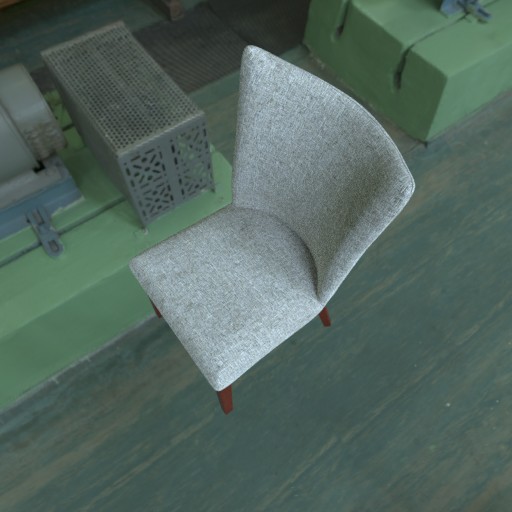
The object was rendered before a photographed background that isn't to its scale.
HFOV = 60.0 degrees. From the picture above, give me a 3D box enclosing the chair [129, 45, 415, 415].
[{"bbox_3d":[0.000,0.000,1.296,0.623,0.924,0.535,-34,67,-17],"label":"chair"}]
